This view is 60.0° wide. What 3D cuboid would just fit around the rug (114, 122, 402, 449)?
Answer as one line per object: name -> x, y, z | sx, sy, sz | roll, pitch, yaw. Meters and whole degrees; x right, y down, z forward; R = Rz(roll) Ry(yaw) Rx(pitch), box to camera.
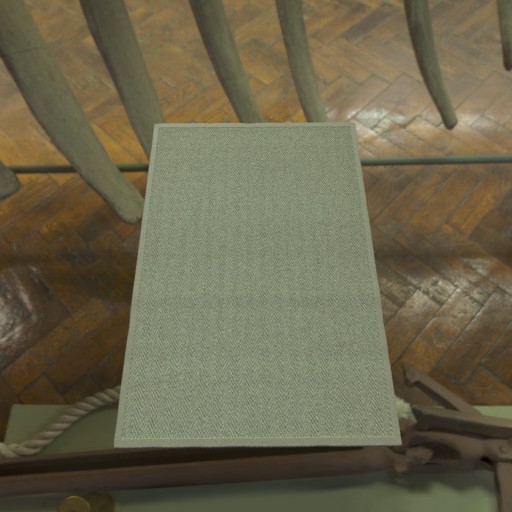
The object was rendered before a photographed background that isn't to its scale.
rug -> 0.000, 0.000, 2.881 | 1.540, 0.021, 2.290 | 0, 63, 0
